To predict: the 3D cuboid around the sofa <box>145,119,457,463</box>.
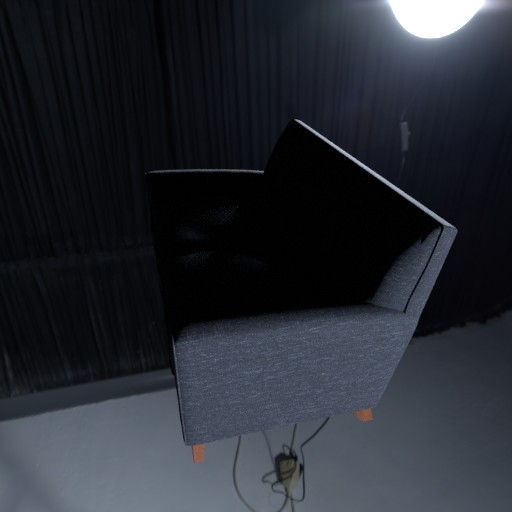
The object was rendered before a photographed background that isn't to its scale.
[{"bbox_3d":[0.000,0.000,1.974,0.875,0.846,1.420,-8,32,-13],"label":"sofa"}]
